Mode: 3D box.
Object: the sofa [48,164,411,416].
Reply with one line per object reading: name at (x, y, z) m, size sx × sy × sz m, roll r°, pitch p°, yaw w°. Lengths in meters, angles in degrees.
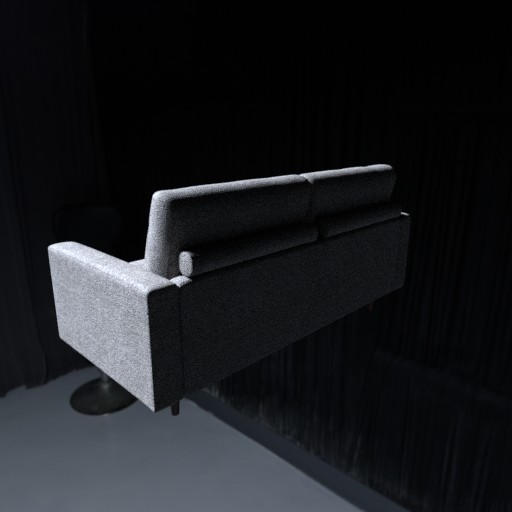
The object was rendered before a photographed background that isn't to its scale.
sofa at (0.000, 0.000, 2.356) m, size 0.863 × 0.902 × 1.821 m, roll 16°, pitch 23°, yaw 42°
